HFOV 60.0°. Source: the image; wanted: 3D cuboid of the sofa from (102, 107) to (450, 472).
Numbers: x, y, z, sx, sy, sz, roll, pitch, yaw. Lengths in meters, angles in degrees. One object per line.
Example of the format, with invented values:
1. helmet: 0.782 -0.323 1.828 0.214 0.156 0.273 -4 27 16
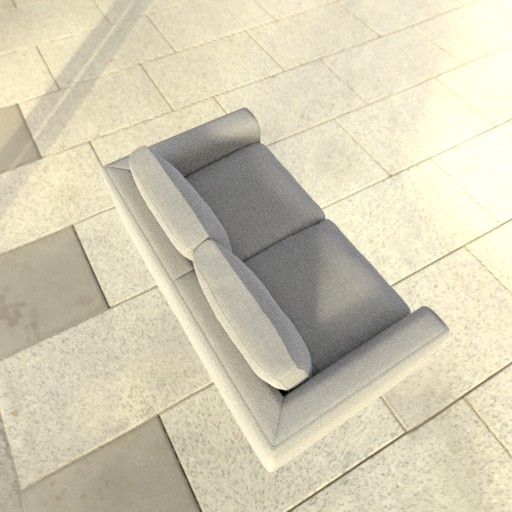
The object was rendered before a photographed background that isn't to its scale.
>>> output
1. sofa: 0.000 0.000 2.518 1.069 0.800 1.920 -28 62 -16
